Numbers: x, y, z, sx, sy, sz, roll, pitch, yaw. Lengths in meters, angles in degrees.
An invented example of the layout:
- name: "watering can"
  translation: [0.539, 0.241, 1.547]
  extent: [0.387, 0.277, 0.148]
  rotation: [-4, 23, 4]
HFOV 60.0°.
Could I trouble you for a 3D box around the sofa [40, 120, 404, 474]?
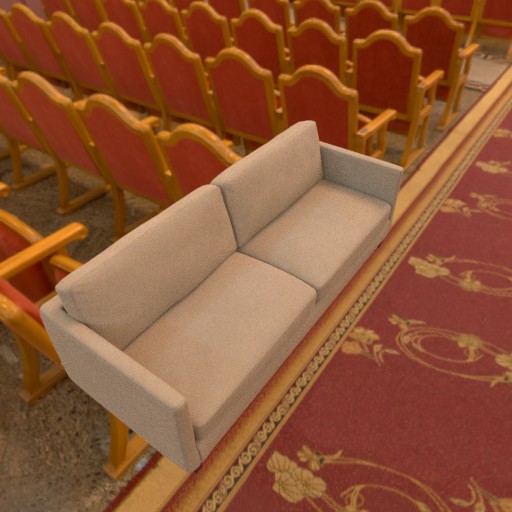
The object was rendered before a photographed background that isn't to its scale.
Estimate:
- name: "sofa"
  translation: [0.000, 0.000, 2.851]
  extent: [0.988, 0.912, 2.404]
  rotation: [25, 47, 26]
